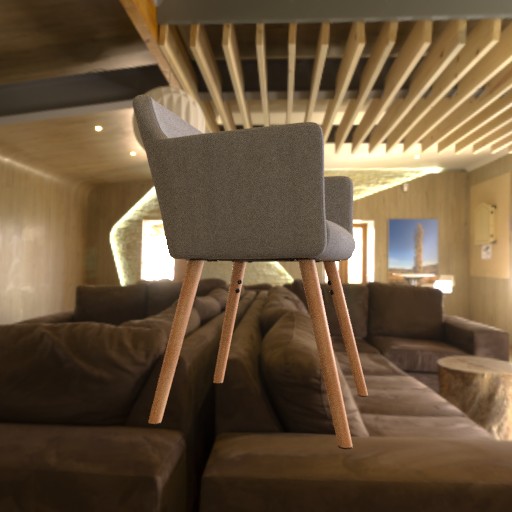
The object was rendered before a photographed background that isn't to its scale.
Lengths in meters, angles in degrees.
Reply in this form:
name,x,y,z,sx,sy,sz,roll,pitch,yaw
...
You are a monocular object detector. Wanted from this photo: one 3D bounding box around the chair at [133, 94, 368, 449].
name,x,y,z,sx,sy,sz,roll,pitch,yaw
chair,0.000,0.000,1.162,0.540,0.780,0.570,0,-2,18
